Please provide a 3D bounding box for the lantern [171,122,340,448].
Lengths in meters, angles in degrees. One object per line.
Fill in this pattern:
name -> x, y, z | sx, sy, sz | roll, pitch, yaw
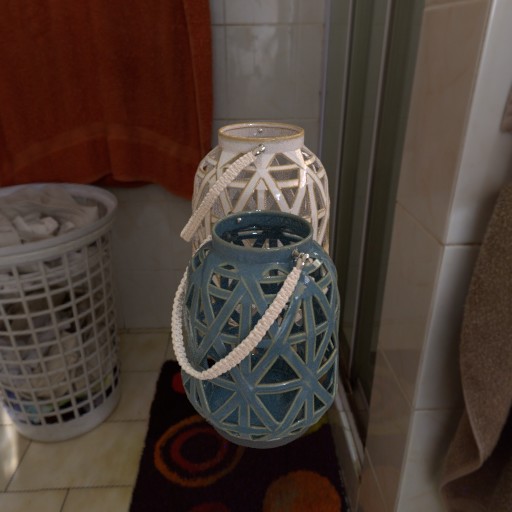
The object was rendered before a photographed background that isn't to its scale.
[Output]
lantern -> 0.000, 0.000, 0.619 | 0.245, 0.307, 0.439 | 0, 26, 0
